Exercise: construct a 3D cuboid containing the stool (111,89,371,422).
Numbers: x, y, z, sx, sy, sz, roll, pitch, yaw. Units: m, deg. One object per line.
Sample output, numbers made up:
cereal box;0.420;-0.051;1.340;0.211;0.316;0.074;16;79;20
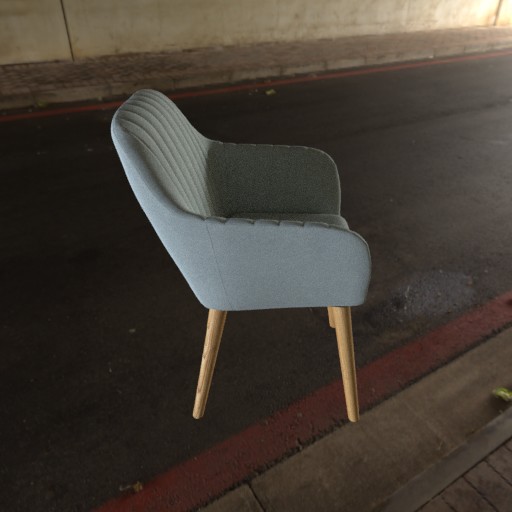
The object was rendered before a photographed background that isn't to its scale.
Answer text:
stool;0.000;0.000;1.213;0.590;0.830;0.503;0;32;0
